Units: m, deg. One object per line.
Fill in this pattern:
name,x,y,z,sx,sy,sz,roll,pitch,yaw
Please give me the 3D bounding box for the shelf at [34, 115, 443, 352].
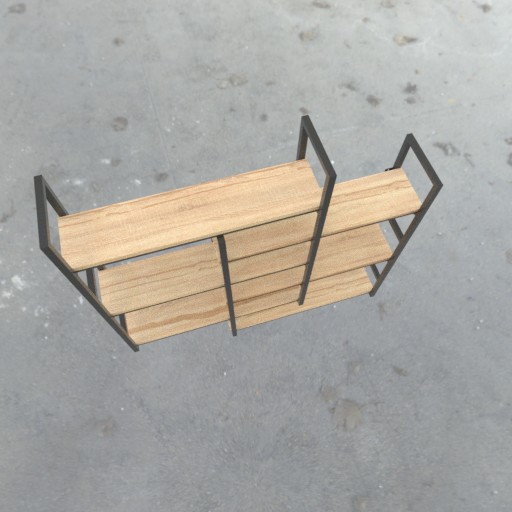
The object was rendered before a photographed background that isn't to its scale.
shelf,0.000,0.000,1.377,0.946,0.921,0.183,-15,64,-8
